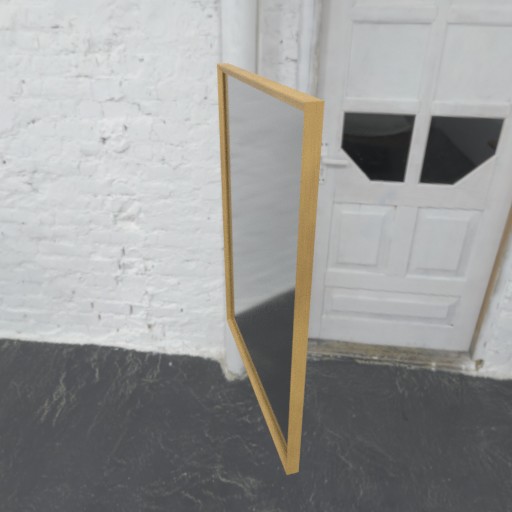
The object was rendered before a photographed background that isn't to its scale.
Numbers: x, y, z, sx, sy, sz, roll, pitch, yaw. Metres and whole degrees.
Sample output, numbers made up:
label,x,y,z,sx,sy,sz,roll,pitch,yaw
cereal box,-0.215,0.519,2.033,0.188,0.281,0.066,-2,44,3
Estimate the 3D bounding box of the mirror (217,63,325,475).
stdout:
label,x,y,z,sx,sy,sz,roll,pitch,yaw
mirror,0.000,0.000,1.346,0.041,1.016,0.762,-8,29,-14
